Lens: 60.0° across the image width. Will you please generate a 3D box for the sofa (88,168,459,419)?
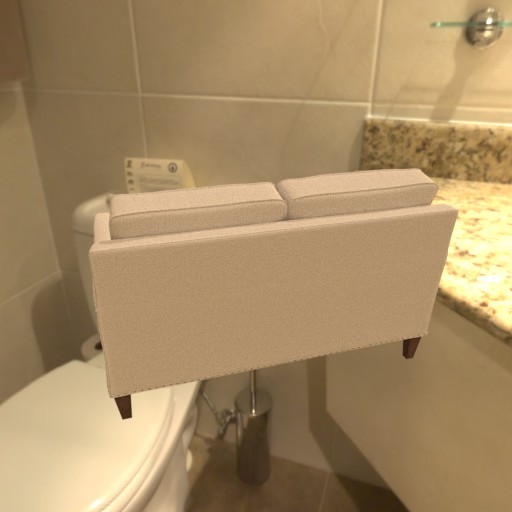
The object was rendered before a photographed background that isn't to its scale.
[{"bbox_3d":[0.000,0.000,2.298,1.597,1.003,1.084,-7,26,-15],"label":"sofa"}]
